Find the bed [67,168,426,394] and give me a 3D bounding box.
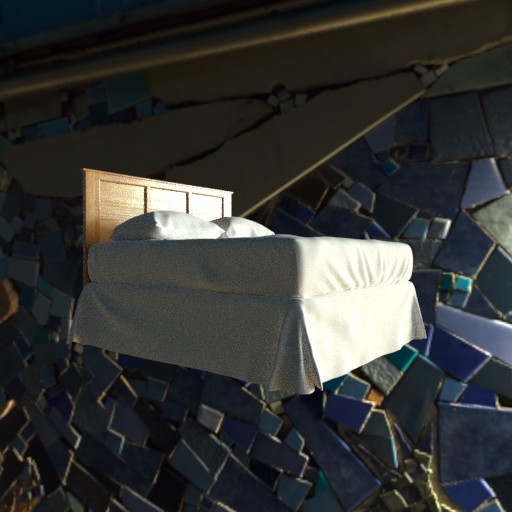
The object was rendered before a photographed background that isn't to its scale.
[{"bbox_3d":[0.000,0.000,3.275,2.035,1.273,1.870,0,1,38],"label":"bed"}]
